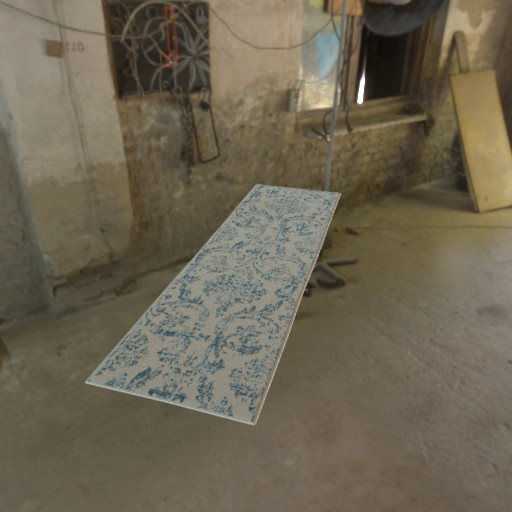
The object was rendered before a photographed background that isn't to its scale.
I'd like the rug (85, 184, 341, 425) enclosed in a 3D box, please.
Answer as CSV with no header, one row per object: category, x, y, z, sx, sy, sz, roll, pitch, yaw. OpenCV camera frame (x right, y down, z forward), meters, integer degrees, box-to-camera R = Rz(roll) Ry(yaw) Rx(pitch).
rug,0.000,0.000,2.473,0.662,0.011,2.196,8,30,15
